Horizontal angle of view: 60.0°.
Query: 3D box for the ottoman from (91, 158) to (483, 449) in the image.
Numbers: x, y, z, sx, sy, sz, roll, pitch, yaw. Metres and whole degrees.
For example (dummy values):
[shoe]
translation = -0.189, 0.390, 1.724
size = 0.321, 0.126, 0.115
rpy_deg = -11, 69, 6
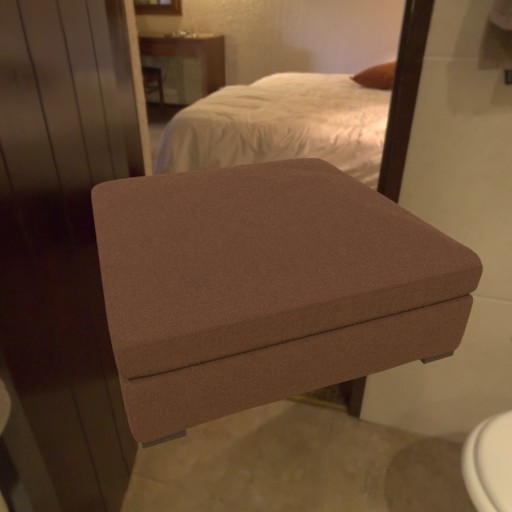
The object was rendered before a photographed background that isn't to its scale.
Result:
[ottoman]
translation = 0.000, 0.000, 1.799
size = 1.181, 0.470, 1.181
rpy_deg = -11, 32, -18
